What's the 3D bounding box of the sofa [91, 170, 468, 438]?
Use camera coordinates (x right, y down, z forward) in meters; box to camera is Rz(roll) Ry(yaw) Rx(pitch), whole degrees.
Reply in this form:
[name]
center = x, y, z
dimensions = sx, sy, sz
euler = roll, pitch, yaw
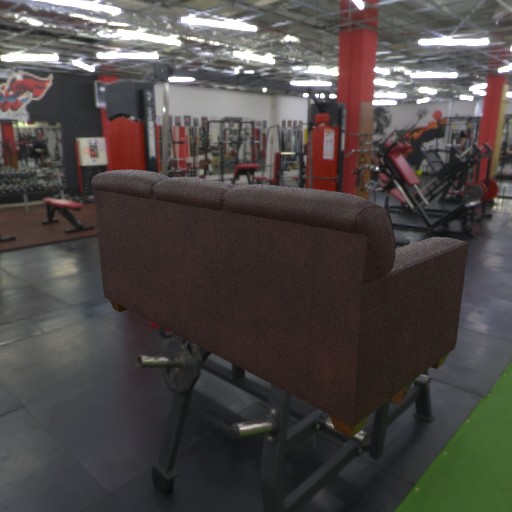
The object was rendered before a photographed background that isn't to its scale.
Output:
[sofa]
center = 0.000, 0.000, 2.558
dimensions = 1.008, 0.953, 2.039
euler = -14, 20, -43
